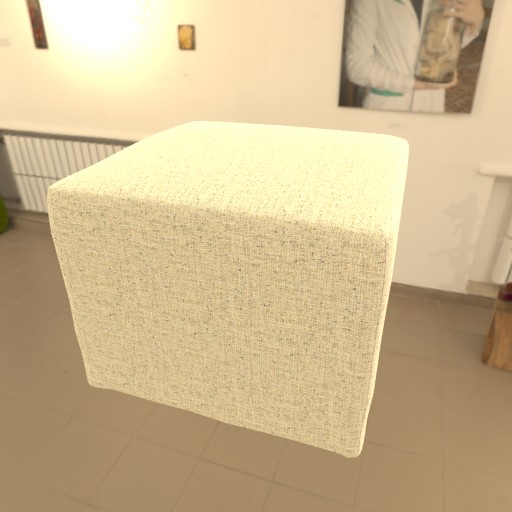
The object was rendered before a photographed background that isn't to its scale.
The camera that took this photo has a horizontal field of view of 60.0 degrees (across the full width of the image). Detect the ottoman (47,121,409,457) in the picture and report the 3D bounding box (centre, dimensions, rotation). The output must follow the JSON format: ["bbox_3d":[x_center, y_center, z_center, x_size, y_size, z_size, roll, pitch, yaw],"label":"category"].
[{"bbox_3d":[0.000,0.000,0.884,0.521,0.453,0.512,9,30,17],"label":"ottoman"}]
